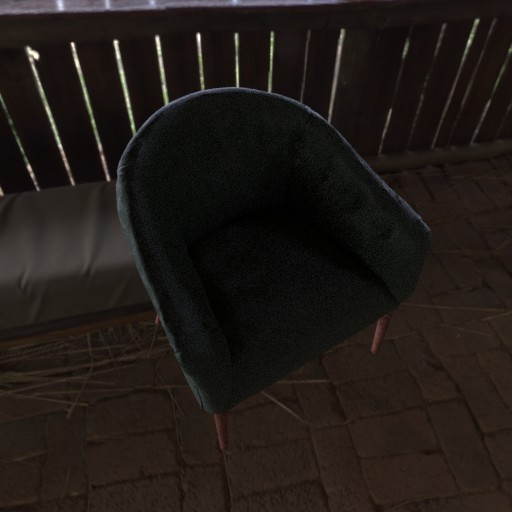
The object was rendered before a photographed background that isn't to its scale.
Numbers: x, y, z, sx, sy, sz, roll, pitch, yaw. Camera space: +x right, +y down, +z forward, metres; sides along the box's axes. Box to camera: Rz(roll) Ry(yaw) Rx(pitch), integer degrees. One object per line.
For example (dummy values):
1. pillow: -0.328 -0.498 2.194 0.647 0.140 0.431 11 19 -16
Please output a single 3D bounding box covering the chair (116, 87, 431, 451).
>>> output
1. chair: 0.000 0.000 1.512 0.851 0.885 0.776 -25 51 -22
